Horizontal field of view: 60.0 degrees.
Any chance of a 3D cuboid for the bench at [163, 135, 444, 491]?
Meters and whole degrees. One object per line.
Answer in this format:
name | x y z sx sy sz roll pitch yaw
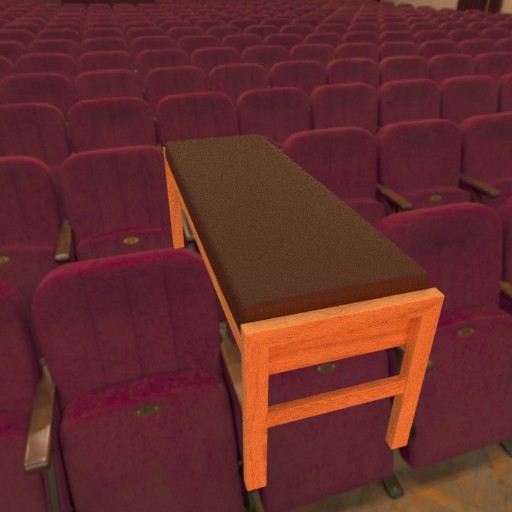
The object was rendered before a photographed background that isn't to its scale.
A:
bench | 0.000 0.000 1.412 0.405 0.480 1.200 -9 31 -15
